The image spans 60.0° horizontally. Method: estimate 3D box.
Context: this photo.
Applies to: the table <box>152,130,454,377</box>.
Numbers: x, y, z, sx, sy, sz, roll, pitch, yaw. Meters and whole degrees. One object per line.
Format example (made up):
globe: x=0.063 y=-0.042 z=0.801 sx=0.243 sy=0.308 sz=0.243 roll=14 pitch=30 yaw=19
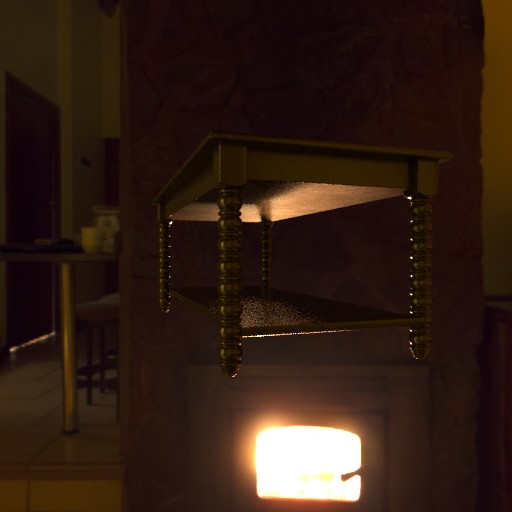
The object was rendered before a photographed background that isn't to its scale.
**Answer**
table: x=0.000 y=0.000 z=1.487 sx=0.580 sy=0.487 sz=1.171 roll=0 pitch=0 yaw=-19
